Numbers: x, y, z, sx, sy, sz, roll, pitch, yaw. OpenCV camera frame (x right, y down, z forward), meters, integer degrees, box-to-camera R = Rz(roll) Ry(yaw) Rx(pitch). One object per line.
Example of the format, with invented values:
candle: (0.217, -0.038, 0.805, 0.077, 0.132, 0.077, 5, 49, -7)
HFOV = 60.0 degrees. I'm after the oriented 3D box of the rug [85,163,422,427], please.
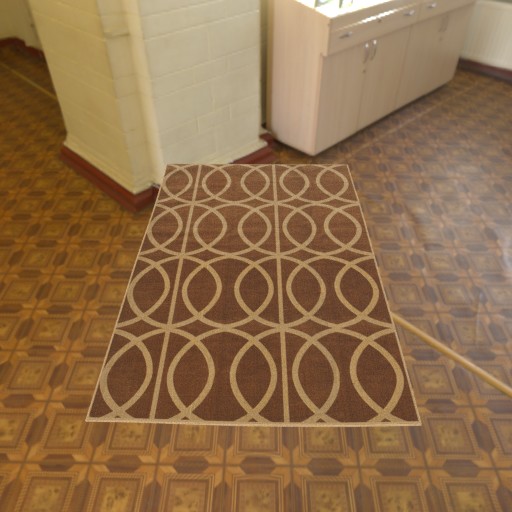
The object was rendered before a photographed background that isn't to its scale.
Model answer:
rug: (0.000, 0.000, 2.847, 1.528, 0.014, 2.294, 0, 42, 0)
